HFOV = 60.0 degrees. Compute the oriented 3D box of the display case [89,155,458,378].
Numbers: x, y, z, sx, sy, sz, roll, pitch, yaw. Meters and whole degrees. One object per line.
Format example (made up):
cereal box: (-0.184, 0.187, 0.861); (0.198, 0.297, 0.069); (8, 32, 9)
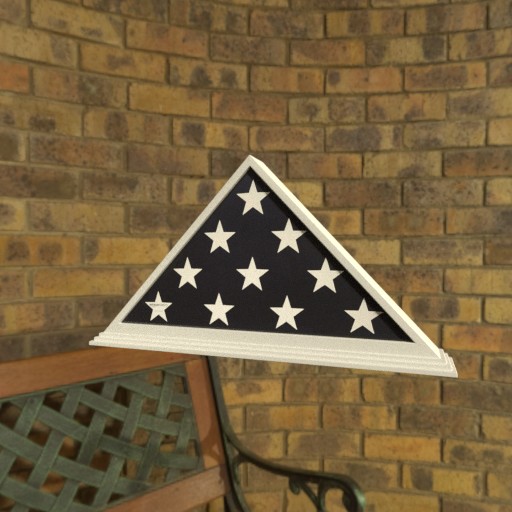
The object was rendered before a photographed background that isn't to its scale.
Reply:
display case: (0.000, 0.000, 0.777); (0.640, 0.340, 0.095); (0, 1, 20)
